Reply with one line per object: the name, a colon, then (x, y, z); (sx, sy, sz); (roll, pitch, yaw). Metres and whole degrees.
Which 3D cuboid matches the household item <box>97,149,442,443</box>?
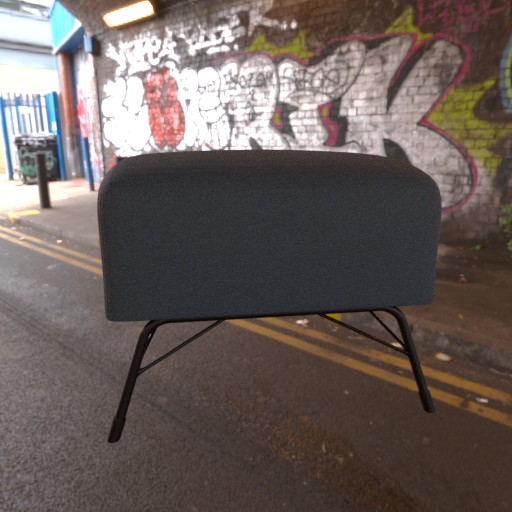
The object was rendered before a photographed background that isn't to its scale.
household item: (0.000, 0.000, 0.897); (0.530, 0.420, 0.530); (-2, 15, -8)
